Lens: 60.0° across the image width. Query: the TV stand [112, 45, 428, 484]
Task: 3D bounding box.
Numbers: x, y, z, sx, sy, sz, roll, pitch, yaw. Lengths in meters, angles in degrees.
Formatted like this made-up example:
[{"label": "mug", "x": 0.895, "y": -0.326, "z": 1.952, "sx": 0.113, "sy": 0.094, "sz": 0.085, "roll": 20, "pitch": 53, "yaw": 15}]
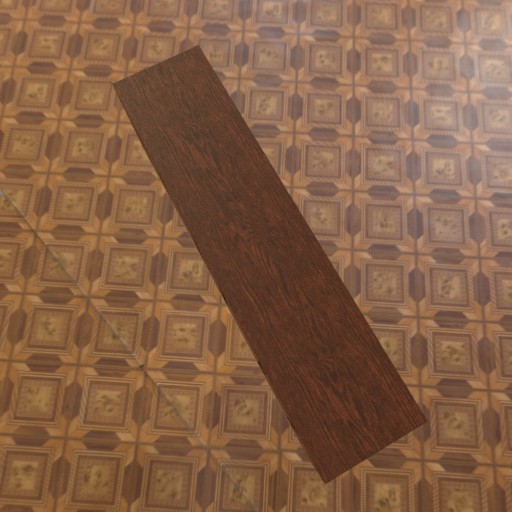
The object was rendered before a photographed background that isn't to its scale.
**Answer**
[{"label": "TV stand", "x": 0.000, "y": 0.000, "z": 1.770, "sx": 0.382, "sy": 0.578, "sz": 1.541, "roll": -28, "pitch": 76, "yaw": -7}]
